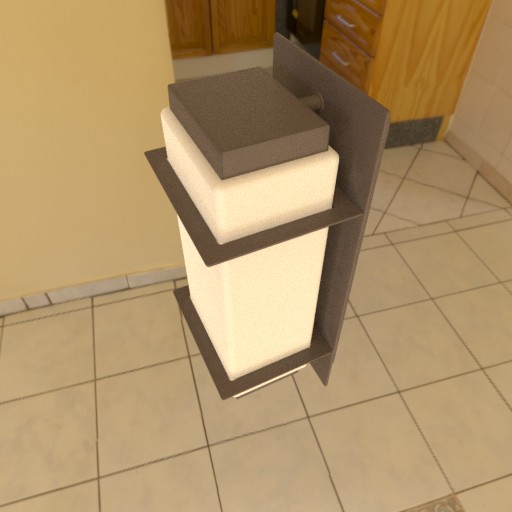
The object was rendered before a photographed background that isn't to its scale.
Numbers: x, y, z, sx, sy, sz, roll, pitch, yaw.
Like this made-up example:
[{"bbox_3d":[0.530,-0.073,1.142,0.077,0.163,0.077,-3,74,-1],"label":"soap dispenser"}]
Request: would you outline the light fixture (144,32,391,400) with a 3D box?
[{"bbox_3d":[0.000,0.000,0.429,0.146,0.347,0.153,-19,48,-18],"label":"light fixture"}]
